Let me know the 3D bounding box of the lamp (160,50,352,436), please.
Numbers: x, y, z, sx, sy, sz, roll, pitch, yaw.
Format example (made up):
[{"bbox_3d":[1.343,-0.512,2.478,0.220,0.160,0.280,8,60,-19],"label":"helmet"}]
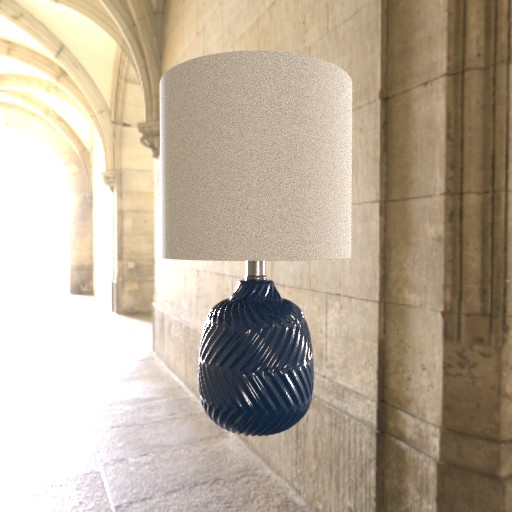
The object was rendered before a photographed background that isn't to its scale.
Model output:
[{"bbox_3d":[0.000,0.000,0.484,0.203,0.368,0.203,1,2,18],"label":"lamp"}]
